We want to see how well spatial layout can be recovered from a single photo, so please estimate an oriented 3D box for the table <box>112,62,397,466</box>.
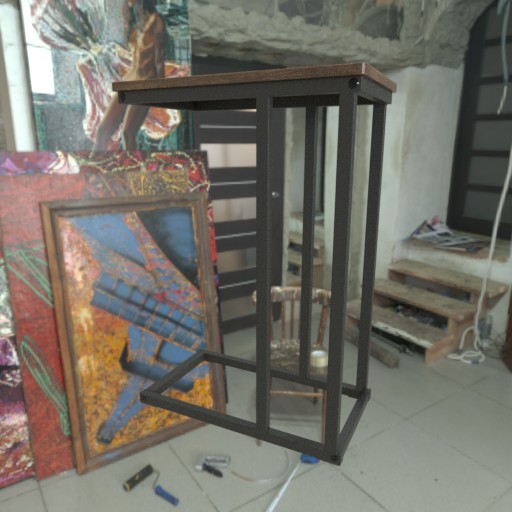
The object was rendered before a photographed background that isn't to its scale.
[{"bbox_3d":[0.000,0.000,0.871,0.450,0.637,0.254,7,16,26],"label":"table"}]
